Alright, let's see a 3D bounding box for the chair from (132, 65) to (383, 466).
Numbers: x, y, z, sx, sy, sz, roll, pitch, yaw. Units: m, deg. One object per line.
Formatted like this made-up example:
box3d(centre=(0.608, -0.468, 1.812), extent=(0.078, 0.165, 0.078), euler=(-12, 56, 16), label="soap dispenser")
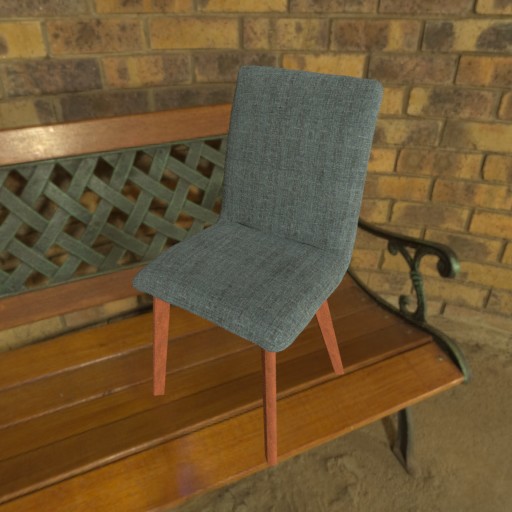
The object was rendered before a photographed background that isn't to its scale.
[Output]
box3d(centre=(0.000, 0.000, 1.321), extent=(0.522, 0.974, 0.563), euler=(19, 36, 29), label="chair")
